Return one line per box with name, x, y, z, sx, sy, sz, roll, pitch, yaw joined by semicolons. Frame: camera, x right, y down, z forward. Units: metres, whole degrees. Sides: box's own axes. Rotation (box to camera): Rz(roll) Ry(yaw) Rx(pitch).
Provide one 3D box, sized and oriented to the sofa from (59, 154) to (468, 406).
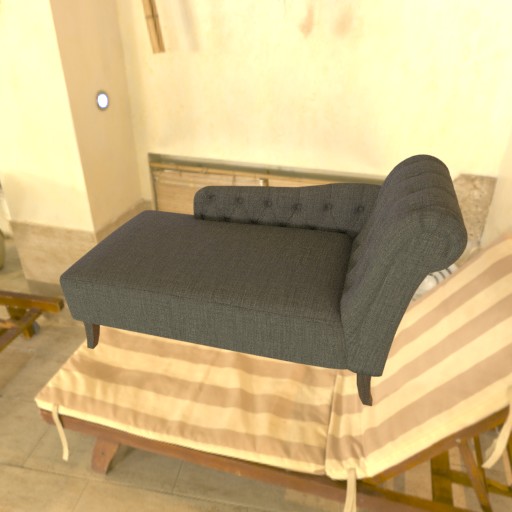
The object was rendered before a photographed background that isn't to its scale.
sofa;0.000;0.000;1.779;1.379;0.787;0.675;8;30;14
